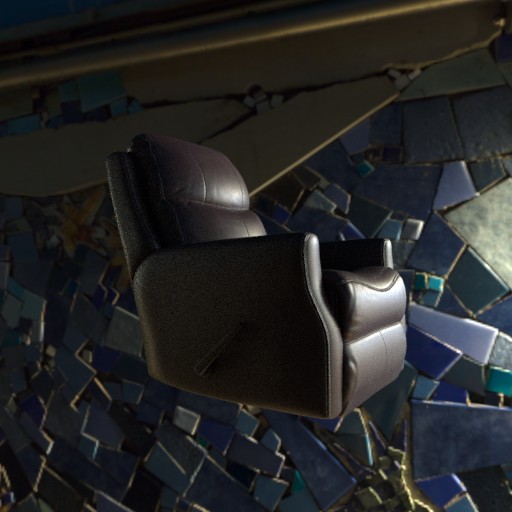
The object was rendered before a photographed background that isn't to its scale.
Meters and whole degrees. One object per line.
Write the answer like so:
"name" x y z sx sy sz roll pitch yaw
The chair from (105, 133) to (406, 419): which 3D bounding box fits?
"chair" 0.000 0.000 1.803 1.080 1.030 0.829 0 1 35
